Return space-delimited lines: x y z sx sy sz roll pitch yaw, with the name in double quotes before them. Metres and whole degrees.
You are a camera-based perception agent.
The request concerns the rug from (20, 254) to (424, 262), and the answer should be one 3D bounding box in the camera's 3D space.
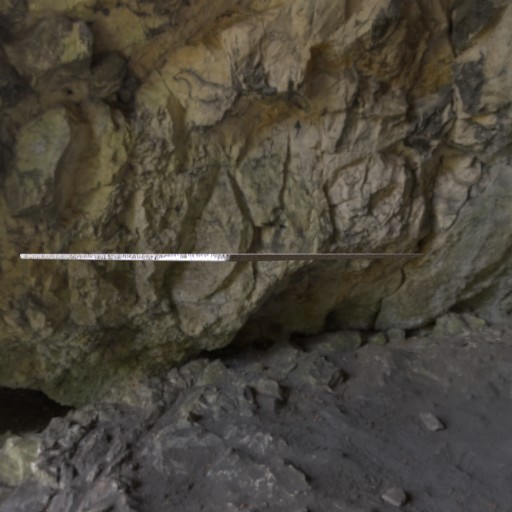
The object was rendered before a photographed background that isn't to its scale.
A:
"rug" 0.000 0.000 2.908 1.500 0.026 2.349 0 0 36
